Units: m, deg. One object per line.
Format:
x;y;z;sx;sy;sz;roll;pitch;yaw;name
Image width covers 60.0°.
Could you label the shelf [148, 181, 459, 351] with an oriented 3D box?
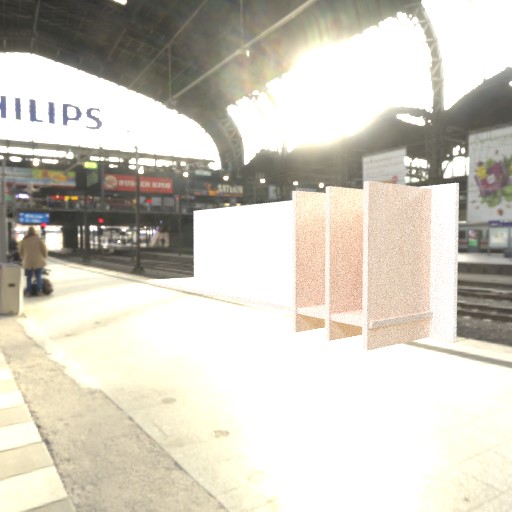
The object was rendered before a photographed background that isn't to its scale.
0.000;0.000;1.192;0.200;0.300;1.020;-2;3;-36;shelf
